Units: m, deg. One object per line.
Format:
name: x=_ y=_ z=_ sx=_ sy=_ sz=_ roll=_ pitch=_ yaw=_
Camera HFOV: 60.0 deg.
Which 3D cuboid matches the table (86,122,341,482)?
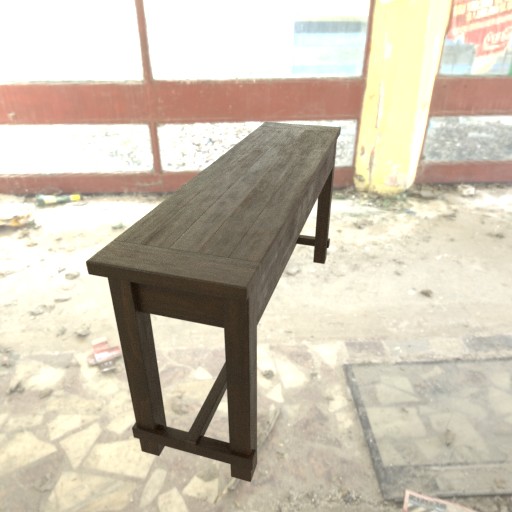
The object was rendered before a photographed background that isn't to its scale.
table: x=0.000 y=0.000 z=1.883 sx=0.442 sy=0.762 sz=1.599 roll=8 pitch=30 yaw=15
